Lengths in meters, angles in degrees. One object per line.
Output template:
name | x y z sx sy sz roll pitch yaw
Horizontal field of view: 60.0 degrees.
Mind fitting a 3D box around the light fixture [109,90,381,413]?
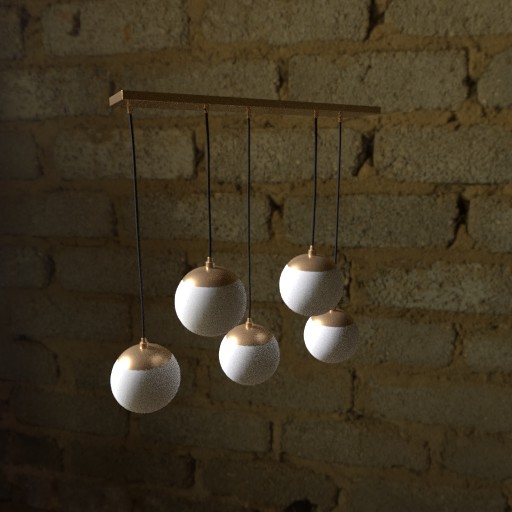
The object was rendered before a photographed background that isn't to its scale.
light fixture | 0.000 0.000 1.321 0.863 0.869 0.299 -7 14 -27
